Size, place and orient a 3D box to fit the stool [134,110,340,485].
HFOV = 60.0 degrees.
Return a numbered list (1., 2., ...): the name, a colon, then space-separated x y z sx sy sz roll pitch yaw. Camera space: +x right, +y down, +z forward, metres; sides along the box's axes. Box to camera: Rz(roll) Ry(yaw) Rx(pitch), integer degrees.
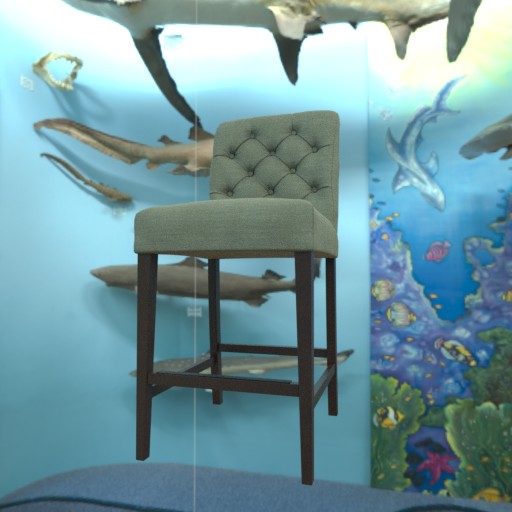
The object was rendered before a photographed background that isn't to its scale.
1. stool: 0.000 0.000 1.407 0.486 1.084 0.660 -1 -2 17
